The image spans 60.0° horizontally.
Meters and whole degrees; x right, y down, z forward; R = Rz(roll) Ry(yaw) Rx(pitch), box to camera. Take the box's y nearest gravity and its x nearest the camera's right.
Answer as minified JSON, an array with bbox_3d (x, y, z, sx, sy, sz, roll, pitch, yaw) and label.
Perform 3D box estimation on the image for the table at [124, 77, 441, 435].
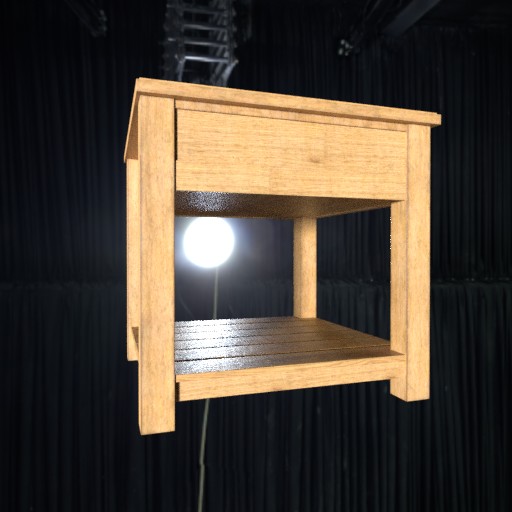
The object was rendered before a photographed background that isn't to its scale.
[{"bbox_3d":[0.000,0.000,1.110,0.612,0.593,0.616,0,1,-18],"label":"table"}]
